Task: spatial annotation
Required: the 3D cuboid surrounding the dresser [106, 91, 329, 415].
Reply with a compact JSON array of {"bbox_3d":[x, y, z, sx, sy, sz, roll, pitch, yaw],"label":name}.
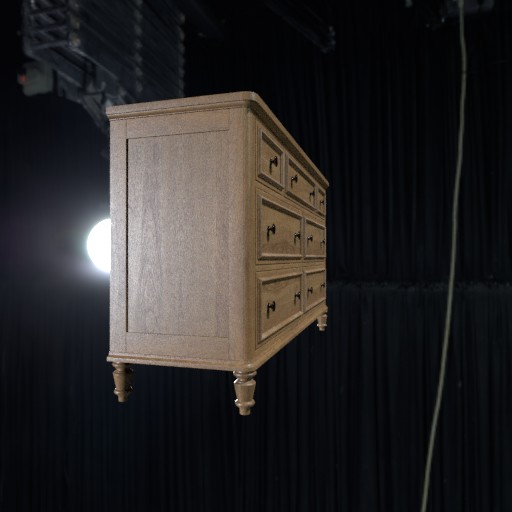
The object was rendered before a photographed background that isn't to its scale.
[{"bbox_3d":[0.000,0.000,2.024,0.468,0.892,1.583,0,0,17],"label":"dresser"}]
